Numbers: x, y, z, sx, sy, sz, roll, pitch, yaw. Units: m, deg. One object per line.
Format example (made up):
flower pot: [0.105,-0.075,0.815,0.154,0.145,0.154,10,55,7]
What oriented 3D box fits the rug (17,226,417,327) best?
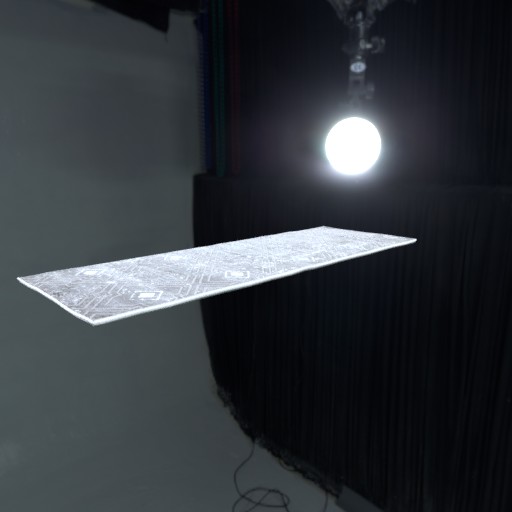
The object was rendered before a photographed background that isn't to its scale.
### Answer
rug: [0.000,0.000,2.638,2.381,0.035,0.832,-12,17,-43]
